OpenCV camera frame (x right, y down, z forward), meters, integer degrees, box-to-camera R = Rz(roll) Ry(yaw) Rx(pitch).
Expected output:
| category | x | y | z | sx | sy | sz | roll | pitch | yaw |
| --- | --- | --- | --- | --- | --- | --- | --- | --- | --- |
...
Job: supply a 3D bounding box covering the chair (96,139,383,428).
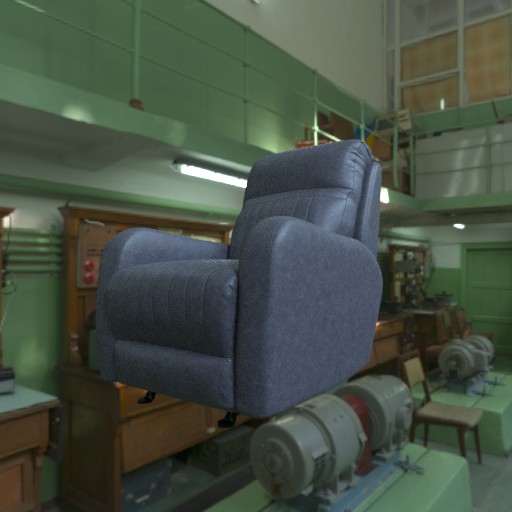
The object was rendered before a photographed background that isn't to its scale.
| category | x | y | z | sx | sy | sz | roll | pitch | yaw |
| --- | --- | --- | --- | --- | --- | --- | --- | --- | --- |
| chair | 0.000 | 0.000 | 1.847 | 0.865 | 1.067 | 1.067 | -1 | -1 | 37 |
